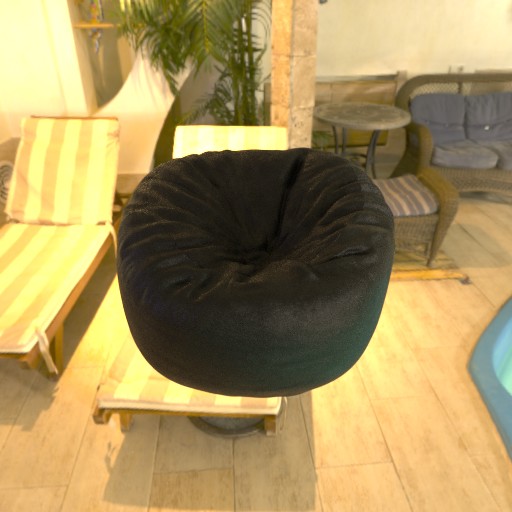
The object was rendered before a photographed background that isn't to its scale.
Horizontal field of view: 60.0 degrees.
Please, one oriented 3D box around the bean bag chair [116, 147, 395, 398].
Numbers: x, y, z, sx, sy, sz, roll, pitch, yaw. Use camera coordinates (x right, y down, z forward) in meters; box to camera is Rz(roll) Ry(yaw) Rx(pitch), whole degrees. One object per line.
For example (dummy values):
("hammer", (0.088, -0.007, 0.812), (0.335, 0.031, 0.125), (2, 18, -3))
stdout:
("bean bag chair", (0.000, 0.000, 2.430), (1.524, 0.878, 1.524), (1, 31, 1))
